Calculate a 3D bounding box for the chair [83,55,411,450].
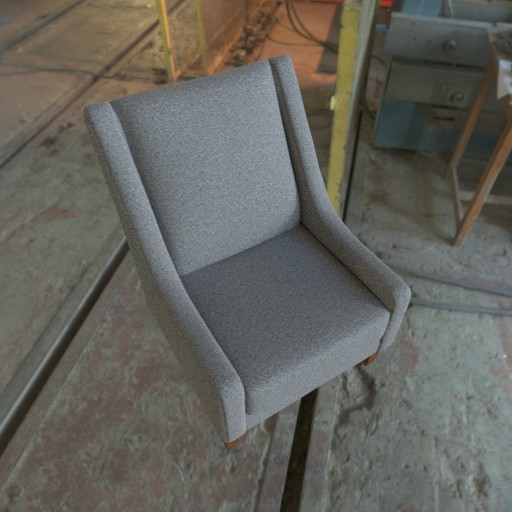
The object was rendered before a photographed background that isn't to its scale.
[{"bbox_3d":[0.000,0.000,1.603,0.774,1.016,0.870,-24,51,-21],"label":"chair"}]
